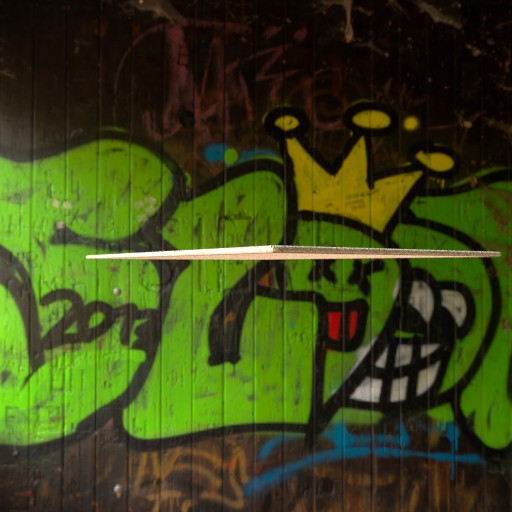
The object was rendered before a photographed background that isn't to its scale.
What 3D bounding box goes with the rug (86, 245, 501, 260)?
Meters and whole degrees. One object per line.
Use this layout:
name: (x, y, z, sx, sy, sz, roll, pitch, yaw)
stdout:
rug: (0.000, 0.000, 3.332, 1.778, 0.030, 2.743, 1, -1, -35)
